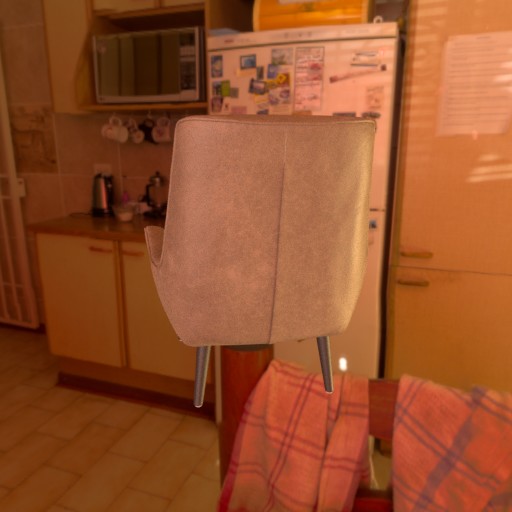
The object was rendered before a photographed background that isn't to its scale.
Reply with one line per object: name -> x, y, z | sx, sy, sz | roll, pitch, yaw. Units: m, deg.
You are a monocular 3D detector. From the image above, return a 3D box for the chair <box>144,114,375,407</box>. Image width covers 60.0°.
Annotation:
chair -> 0.000, 0.000, 1.524 | 0.787, 0.888, 0.824 | -3, 15, -10
